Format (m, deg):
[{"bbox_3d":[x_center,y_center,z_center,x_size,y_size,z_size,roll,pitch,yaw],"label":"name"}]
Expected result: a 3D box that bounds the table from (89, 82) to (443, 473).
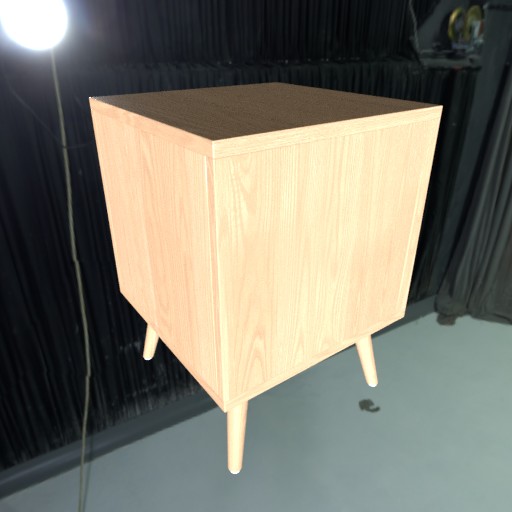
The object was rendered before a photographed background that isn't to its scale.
[{"bbox_3d":[0.000,0.000,0.826,0.400,0.550,0.400,-18,32,-32],"label":"table"}]
